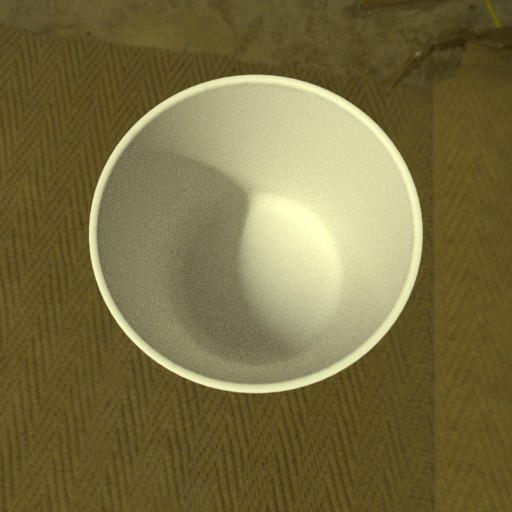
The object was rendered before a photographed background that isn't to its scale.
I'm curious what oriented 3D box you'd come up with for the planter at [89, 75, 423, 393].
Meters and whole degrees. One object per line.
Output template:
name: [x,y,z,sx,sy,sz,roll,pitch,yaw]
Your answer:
planter: [0.000,0.000,0.777,0.440,0.398,0.440,0,76,0]
